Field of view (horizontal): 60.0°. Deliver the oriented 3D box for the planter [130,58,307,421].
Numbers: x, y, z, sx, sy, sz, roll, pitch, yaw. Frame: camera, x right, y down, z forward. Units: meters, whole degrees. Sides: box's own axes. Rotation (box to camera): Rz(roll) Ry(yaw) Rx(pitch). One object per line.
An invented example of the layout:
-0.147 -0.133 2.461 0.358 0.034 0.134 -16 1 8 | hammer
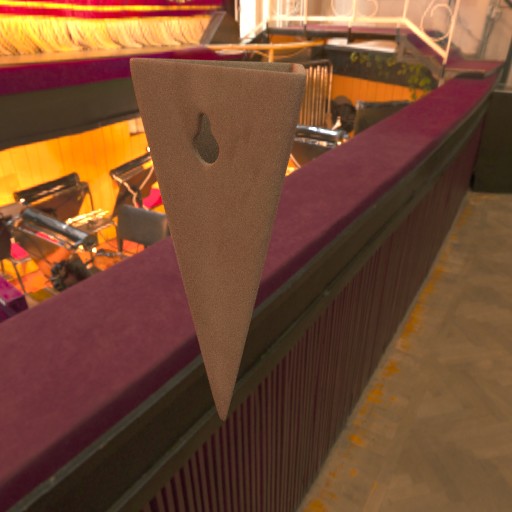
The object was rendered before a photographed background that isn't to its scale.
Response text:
0.000 0.000 0.274 0.101 0.224 0.081 20 35 32 | planter
